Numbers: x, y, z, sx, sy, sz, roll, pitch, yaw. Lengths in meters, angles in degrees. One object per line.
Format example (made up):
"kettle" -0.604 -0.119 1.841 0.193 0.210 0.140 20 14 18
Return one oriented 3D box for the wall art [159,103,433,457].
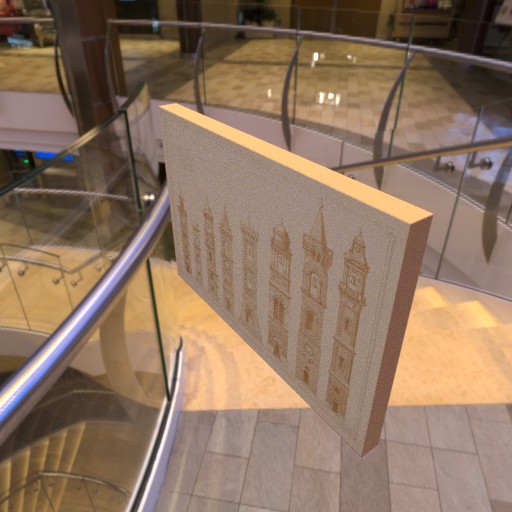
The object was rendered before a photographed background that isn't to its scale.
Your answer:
"wall art" 0.000 0.000 0.793 0.039 0.407 0.609 -21 38 -30
